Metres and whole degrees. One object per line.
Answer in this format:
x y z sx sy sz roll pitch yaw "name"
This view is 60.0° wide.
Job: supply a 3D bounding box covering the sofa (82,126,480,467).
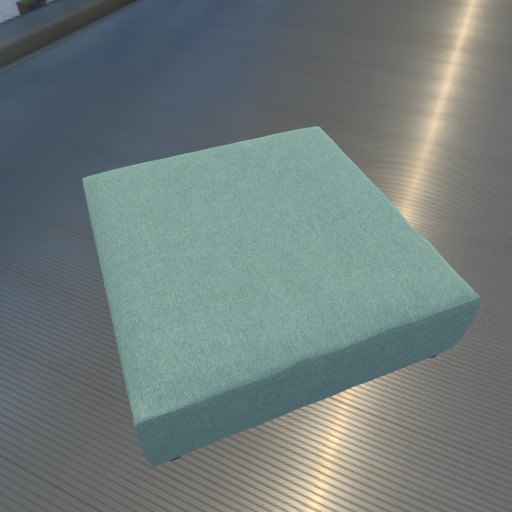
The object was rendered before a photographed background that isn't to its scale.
0.000 0.000 1.417 0.930 0.330 0.930 -16 49 -15 "sofa"
